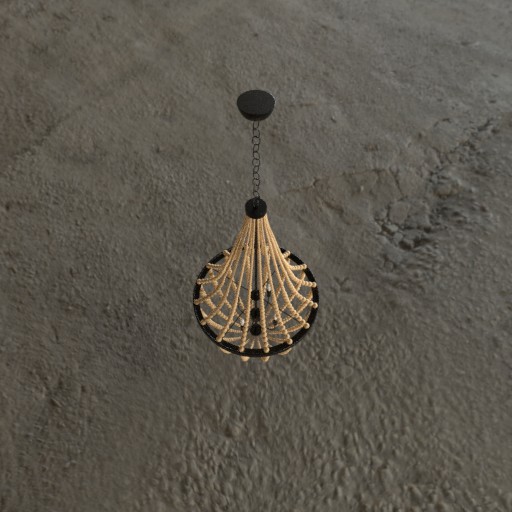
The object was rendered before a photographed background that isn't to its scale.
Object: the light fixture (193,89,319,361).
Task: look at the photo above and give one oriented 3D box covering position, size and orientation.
[{"bbox_3d":[0.000,0.000,1.368,0.450,1.133,0.450,0,57,0],"label":"light fixture"}]
